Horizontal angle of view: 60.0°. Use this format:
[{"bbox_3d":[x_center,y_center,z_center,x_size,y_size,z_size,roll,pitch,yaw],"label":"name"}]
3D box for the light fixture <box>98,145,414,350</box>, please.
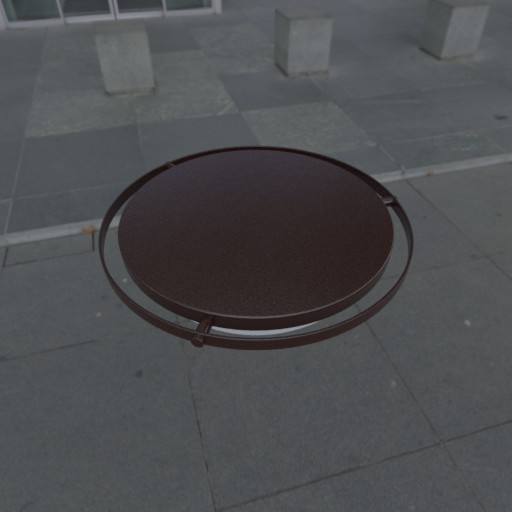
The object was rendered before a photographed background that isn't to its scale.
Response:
[{"bbox_3d":[0.000,0.000,0.564,0.361,0.130,0.361,0,41,0],"label":"light fixture"}]
